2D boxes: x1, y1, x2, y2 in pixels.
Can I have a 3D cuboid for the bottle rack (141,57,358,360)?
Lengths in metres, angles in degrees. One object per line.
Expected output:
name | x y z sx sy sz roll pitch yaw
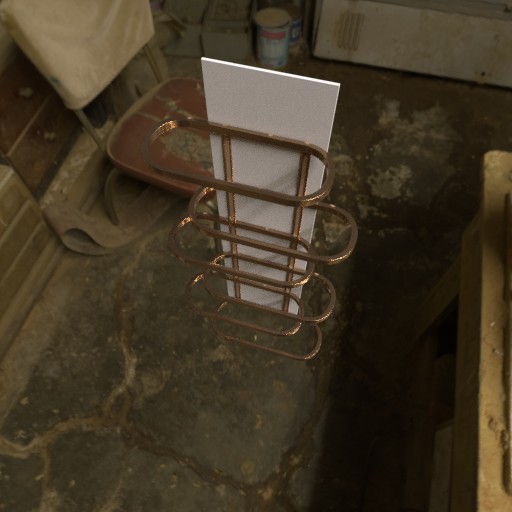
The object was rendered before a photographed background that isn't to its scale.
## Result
bottle rack | 0.000 0.000 0.832 0.332 0.709 0.118 15 59 9
